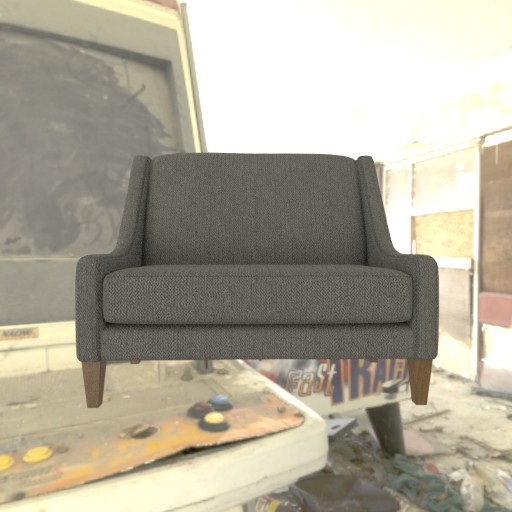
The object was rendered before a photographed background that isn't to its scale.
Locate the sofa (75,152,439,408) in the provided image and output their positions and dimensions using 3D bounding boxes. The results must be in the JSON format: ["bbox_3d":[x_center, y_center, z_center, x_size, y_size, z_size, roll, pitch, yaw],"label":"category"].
[{"bbox_3d":[0.000,0.000,1.891,1.242,1.022,0.873,0,1,-1],"label":"sofa"}]
